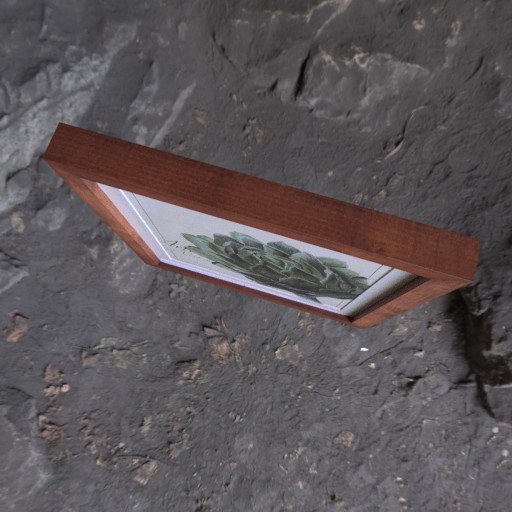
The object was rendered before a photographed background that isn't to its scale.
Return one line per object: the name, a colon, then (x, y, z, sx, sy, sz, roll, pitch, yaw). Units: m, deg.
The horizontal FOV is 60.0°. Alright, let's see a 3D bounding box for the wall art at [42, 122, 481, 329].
wall art: (0.000, 0.000, 0.571, 0.386, 0.385, 0.038, 16, 75, 4)
